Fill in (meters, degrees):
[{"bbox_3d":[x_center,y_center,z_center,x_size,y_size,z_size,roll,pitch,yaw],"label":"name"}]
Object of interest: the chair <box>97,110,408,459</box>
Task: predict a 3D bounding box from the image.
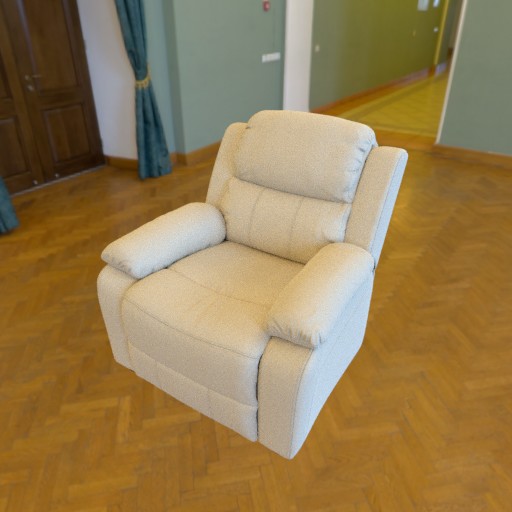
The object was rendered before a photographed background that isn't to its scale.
[{"bbox_3d":[0.000,0.000,1.284,0.680,0.702,0.709,18,35,28],"label":"chair"}]
